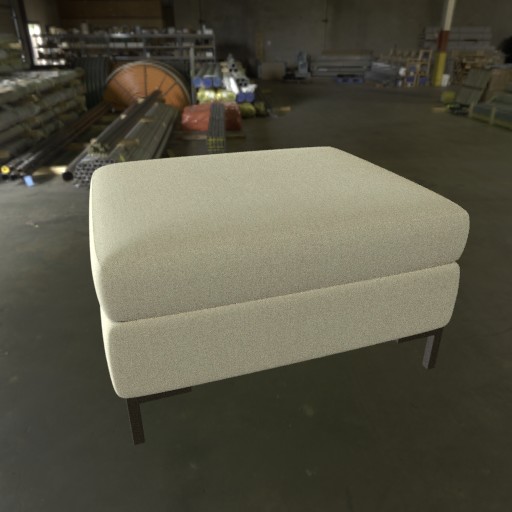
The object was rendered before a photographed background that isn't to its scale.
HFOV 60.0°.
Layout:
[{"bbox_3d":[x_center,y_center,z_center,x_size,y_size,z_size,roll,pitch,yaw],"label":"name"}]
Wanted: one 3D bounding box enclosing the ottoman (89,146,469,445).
[{"bbox_3d":[0.000,0.000,1.175,0.794,0.453,0.657,-9,28,-17],"label":"ottoman"}]
